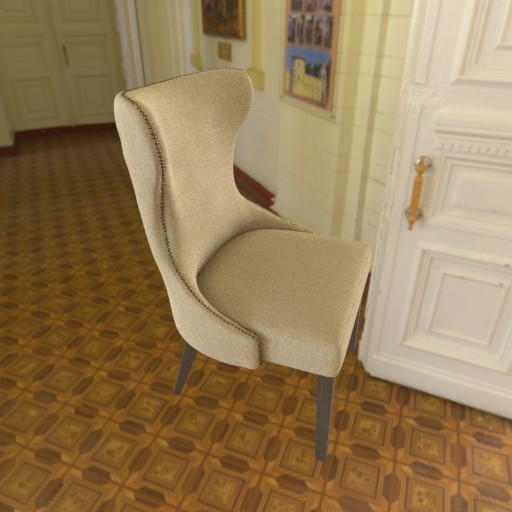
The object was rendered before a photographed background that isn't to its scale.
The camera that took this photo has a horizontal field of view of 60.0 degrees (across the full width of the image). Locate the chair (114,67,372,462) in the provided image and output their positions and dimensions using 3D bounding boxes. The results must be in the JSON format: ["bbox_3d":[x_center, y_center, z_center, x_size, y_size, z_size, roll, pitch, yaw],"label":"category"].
[{"bbox_3d":[0.000,0.000,1.322,0.635,0.967,0.628,11,32,17],"label":"chair"}]
